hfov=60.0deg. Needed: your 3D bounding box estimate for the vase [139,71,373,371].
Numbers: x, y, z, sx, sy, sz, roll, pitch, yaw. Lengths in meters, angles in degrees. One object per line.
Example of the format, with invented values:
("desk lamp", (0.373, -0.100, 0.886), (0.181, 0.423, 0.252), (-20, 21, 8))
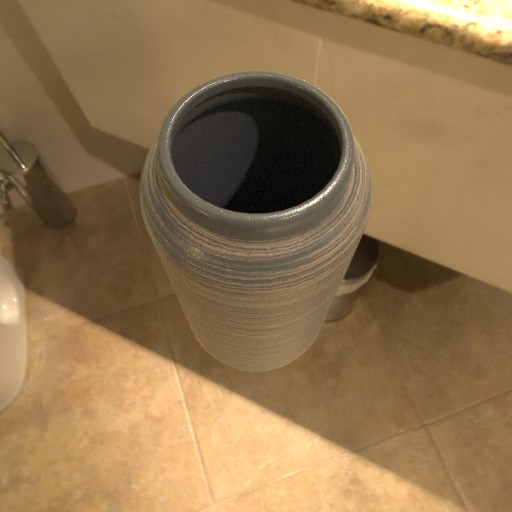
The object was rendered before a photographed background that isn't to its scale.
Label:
("vase", (0.000, 0.000, 0.295), (0.116, 0.230, 0.116), (0, 64, 0))
